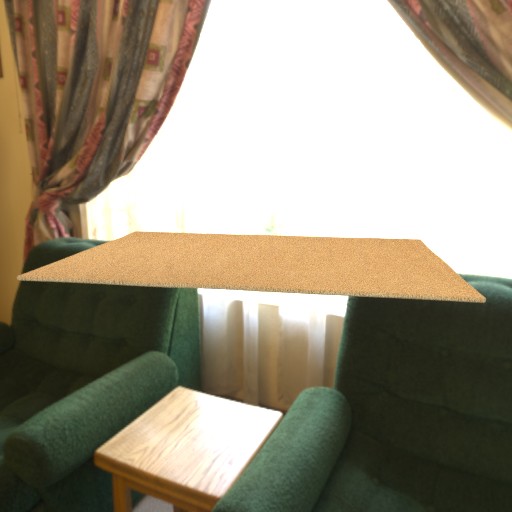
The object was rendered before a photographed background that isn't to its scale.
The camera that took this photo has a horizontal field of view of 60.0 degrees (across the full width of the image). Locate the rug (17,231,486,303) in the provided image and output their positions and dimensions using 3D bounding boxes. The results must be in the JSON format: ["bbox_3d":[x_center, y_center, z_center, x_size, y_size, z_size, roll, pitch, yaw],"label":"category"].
[{"bbox_3d":[0.000,0.000,2.907,2.346,0.025,1.500,2,13,9],"label":"rug"}]
